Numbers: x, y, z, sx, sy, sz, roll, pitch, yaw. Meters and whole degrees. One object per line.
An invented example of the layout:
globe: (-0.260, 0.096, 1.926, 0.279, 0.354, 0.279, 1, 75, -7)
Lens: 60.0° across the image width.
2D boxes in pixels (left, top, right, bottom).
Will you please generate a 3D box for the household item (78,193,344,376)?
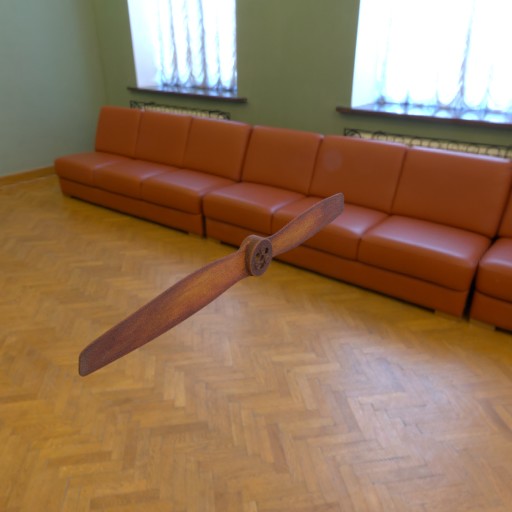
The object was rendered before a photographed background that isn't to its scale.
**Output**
household item: (0.000, 0.000, 1.284, 0.051, 0.121, 1.181, 17, 31, 31)
